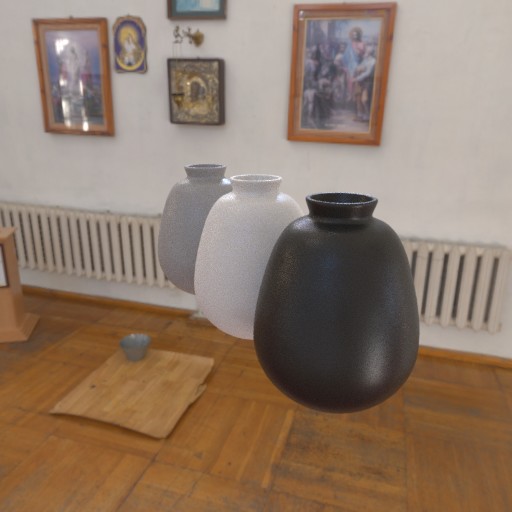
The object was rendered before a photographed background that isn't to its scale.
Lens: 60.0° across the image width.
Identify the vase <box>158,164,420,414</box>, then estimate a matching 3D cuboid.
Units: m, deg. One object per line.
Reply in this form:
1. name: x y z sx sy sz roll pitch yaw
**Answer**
1. vase: 0.000 0.000 0.347 0.097 0.122 0.297 -9 19 -27
